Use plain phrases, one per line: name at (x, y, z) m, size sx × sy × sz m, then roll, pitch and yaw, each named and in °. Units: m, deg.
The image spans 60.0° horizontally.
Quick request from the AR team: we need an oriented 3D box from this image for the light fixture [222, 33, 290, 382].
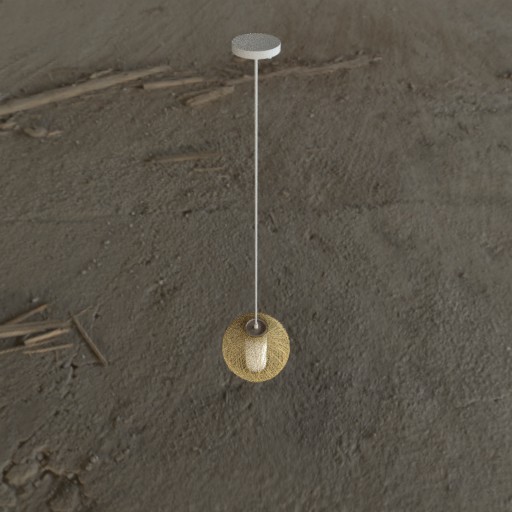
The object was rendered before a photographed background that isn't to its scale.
light fixture at (0.000, 0.000, 2.122) m, size 0.407 × 1.955 × 0.406 m, roll -3°, pitch 45°, yaw -3°
